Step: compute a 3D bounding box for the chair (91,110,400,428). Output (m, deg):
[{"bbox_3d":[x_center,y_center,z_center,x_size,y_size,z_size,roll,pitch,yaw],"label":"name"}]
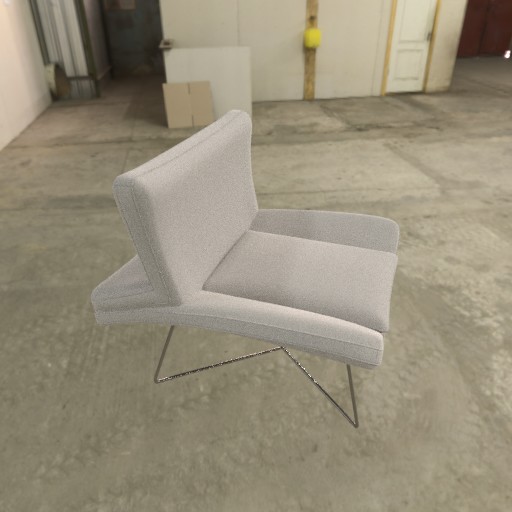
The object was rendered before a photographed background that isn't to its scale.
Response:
[{"bbox_3d":[0.000,0.000,1.649,1.008,0.855,0.859,10,32,16],"label":"chair"}]
